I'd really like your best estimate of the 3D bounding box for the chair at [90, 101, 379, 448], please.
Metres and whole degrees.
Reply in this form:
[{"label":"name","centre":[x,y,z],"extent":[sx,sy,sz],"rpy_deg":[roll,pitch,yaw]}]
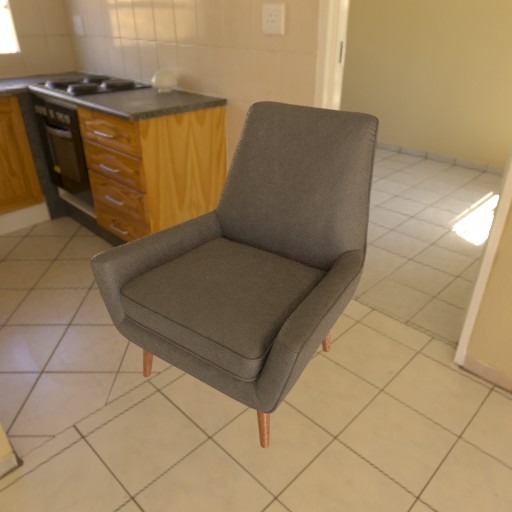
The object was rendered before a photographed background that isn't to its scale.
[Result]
[{"label":"chair","centre":[0.000,0.000,1.531],"extent":[0.787,0.888,0.822],"rpy_deg":[19,34,30]}]
